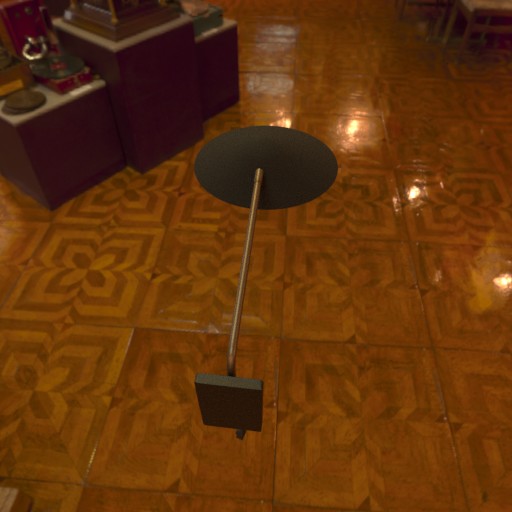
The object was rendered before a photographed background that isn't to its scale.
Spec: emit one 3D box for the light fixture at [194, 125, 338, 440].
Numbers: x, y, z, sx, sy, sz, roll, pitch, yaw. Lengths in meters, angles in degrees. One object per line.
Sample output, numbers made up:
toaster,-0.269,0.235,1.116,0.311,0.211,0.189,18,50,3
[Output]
light fixture,0.000,0.000,0.707,0.240,0.312,0.516,5,47,5
